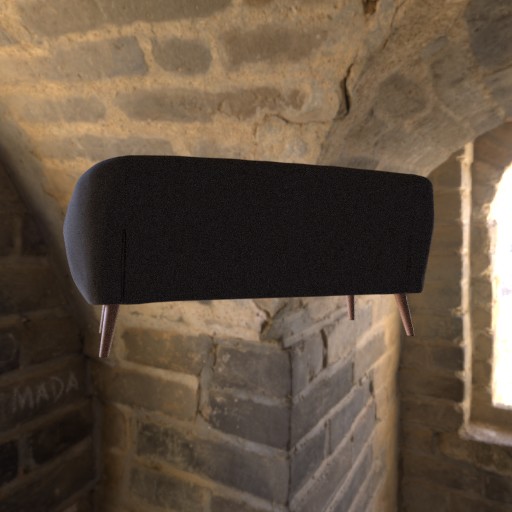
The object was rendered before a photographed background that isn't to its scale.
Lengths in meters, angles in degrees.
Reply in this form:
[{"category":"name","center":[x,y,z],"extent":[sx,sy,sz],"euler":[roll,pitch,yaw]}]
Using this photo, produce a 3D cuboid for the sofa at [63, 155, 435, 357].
[{"category":"sofa","center":[0.000,0.000,2.298],"extent":[1.840,0.820,0.820],"euler":[0,0,-19]}]
